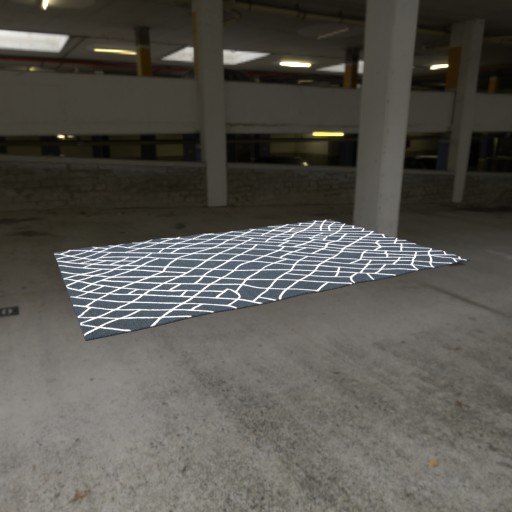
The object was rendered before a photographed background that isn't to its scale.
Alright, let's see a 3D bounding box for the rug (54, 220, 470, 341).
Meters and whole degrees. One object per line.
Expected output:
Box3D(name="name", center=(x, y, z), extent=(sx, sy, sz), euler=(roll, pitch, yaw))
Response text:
Box3D(name="rug", center=(0.000, 0.000, 3.057), extent=(2.448, 0.017, 1.529), euler=(-9, 18, -27))
